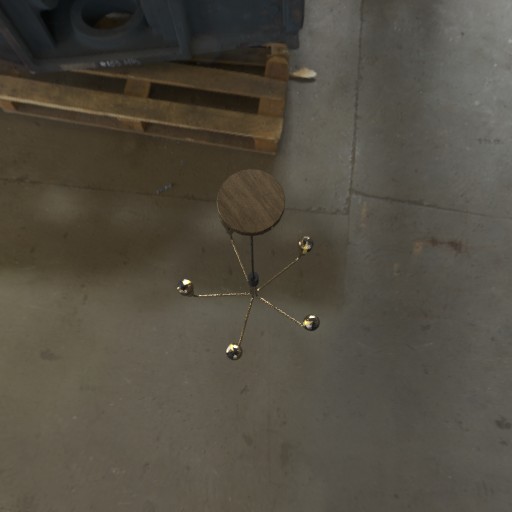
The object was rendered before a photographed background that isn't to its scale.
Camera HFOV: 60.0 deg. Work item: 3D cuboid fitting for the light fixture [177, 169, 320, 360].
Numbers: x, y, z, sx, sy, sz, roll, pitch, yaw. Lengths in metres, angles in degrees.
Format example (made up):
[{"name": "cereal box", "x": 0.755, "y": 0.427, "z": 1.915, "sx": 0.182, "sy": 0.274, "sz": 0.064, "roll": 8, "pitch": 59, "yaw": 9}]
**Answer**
[{"name": "light fixture", "x": 0.000, "y": 0.000, "z": 1.390, "sx": 0.532, "sy": 1.059, "sz": 0.588, "roll": -37, "pitch": 78, "yaw": -9}]
